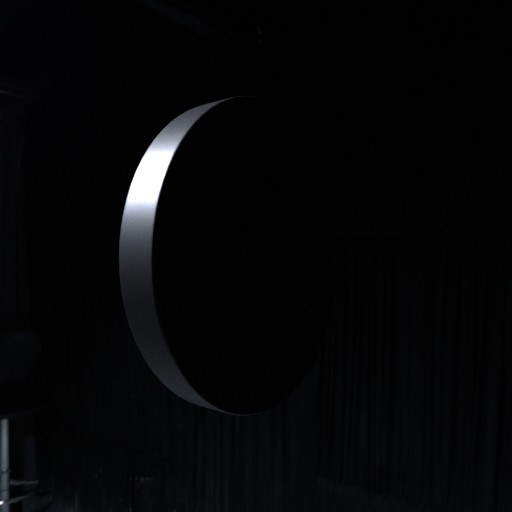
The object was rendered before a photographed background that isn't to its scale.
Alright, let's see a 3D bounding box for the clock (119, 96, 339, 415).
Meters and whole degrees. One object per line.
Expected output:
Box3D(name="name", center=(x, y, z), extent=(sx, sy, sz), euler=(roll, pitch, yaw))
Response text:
Box3D(name="clock", center=(0.000, 0.000, 0.463), extent=(0.040, 0.314, 0.314), euler=(1, 1, 36))
